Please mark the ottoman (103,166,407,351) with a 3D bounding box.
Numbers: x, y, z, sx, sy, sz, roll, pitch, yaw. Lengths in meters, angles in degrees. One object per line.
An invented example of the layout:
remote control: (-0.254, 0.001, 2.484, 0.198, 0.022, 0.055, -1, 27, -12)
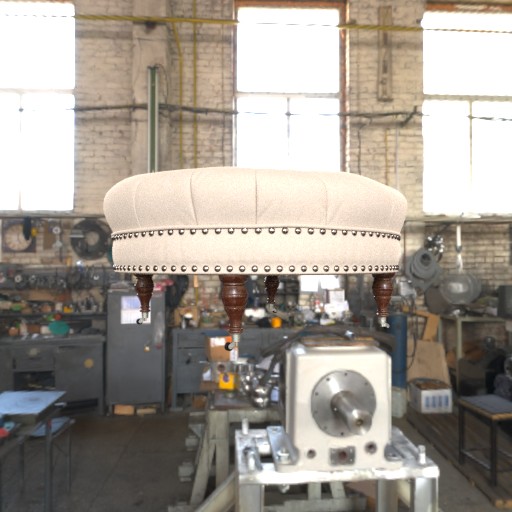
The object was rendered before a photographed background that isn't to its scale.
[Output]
ottoman: (0.000, 0.000, 1.379, 0.901, 0.439, 0.901, 0, -1, 0)
